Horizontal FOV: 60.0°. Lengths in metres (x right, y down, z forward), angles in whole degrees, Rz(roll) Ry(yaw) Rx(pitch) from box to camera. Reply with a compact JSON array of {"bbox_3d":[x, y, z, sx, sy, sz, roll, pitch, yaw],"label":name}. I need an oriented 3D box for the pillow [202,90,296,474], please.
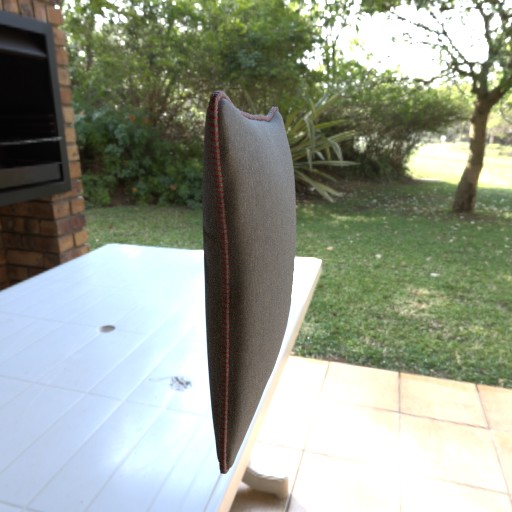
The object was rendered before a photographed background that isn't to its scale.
[{"bbox_3d":[0.000,0.000,0.741,0.124,0.491,0.482,3,17,10],"label":"pillow"}]
